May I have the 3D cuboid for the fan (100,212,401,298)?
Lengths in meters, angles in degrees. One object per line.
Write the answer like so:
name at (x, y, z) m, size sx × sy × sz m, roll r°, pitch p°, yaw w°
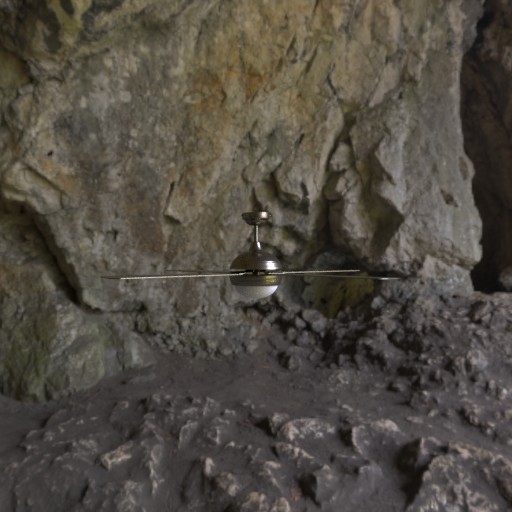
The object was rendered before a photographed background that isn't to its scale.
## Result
fan at (0.000, 0.000, 1.984) m, size 1.321 × 0.381 × 1.321 m, roll 0°, pitch 0°, yaw -20°
